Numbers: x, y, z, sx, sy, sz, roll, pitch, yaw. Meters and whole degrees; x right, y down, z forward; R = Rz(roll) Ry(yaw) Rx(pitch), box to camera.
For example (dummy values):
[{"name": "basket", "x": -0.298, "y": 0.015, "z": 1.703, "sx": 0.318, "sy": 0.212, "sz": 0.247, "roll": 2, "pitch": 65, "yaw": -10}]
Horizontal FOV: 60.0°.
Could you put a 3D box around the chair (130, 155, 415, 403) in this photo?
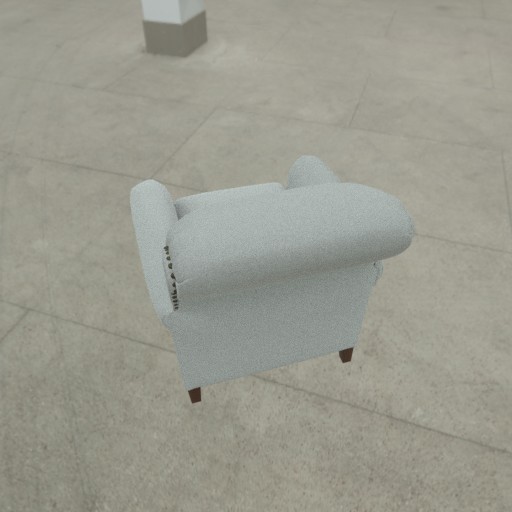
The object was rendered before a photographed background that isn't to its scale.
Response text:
[{"name": "chair", "x": 0.000, "y": 0.000, "z": 1.702, "sx": 0.854, "sy": 0.927, "sz": 0.890, "roll": -11, "pitch": 44, "yaw": -12}]
